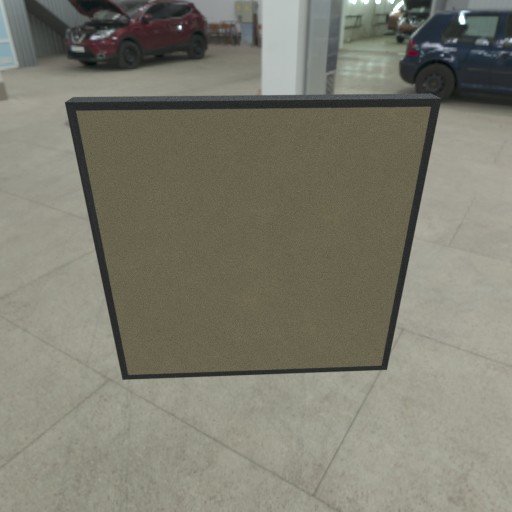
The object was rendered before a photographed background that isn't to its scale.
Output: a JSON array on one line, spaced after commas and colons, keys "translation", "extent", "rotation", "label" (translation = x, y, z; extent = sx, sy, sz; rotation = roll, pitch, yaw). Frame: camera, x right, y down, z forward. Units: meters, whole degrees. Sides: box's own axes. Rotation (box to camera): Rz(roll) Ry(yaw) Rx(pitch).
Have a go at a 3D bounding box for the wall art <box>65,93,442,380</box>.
[{"translation": [0.000, 0.000, 0.741], "extent": [0.509, 0.507, 0.037], "rotation": [-1, 30, -3], "label": "wall art"}]
